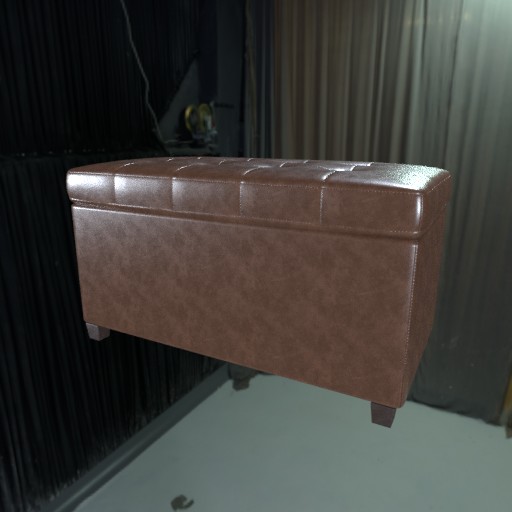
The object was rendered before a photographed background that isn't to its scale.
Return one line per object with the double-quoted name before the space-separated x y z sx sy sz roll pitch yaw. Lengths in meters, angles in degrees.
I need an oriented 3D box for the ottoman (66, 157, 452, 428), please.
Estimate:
"ottoman" 0.000 0.000 1.118 0.838 0.470 0.432 8 18 27
